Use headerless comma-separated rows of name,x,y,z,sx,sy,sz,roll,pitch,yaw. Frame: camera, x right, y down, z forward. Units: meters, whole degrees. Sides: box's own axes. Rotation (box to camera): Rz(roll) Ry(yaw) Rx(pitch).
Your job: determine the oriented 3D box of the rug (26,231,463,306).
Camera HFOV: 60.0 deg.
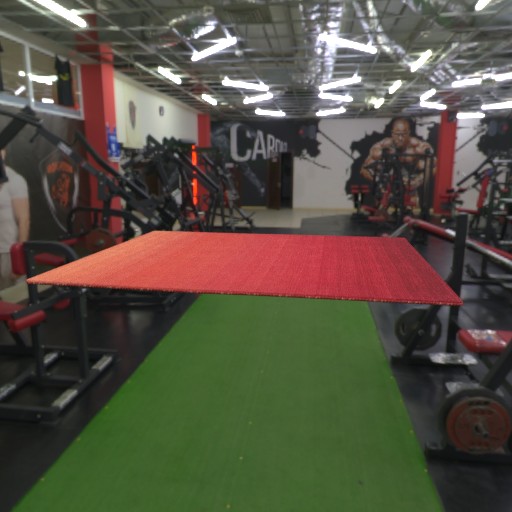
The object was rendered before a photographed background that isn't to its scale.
rug,0.000,0.000,3.970,2.905,0.028,2.340,2,12,10
